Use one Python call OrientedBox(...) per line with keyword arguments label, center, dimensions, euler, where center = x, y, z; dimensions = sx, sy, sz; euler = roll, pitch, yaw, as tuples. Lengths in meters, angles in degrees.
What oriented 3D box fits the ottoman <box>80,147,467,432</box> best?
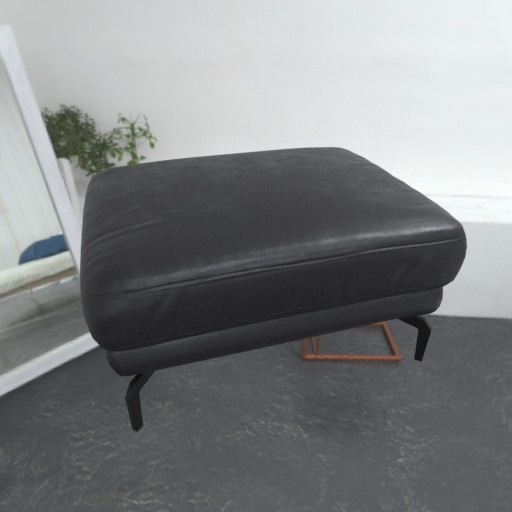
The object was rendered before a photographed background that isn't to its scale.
OrientedBox(label="ottoman", center=(0.000, 0.000, 1.085), dimensions=(0.764, 0.402, 0.570), euler=(-9, 32, -15))
